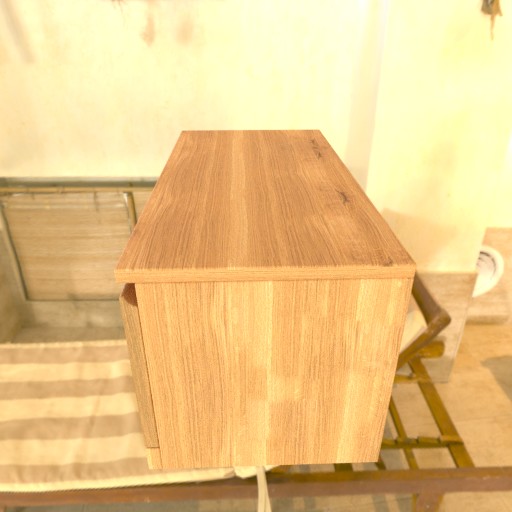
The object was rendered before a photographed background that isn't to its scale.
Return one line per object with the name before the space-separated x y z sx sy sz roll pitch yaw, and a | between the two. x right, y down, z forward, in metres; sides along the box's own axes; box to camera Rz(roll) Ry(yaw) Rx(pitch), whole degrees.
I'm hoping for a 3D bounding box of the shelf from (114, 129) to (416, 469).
shelf | 0.000 0.000 1.029 0.400 0.400 0.800 -1 28 -2
